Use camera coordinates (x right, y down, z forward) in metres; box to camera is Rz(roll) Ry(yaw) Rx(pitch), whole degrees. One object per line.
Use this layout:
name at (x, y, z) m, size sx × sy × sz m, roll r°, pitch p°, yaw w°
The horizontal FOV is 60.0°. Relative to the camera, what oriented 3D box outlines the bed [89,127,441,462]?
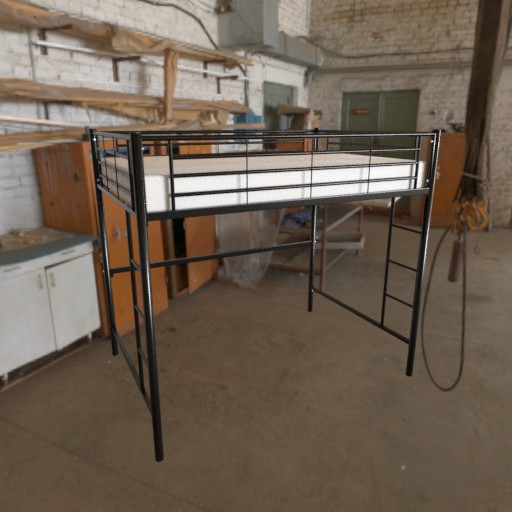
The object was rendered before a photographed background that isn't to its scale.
bed at (0.000, 0.000, 3.276) m, size 1.994 × 1.803 × 1.397 m, roll -8°, pitch 19°, yaw -26°
